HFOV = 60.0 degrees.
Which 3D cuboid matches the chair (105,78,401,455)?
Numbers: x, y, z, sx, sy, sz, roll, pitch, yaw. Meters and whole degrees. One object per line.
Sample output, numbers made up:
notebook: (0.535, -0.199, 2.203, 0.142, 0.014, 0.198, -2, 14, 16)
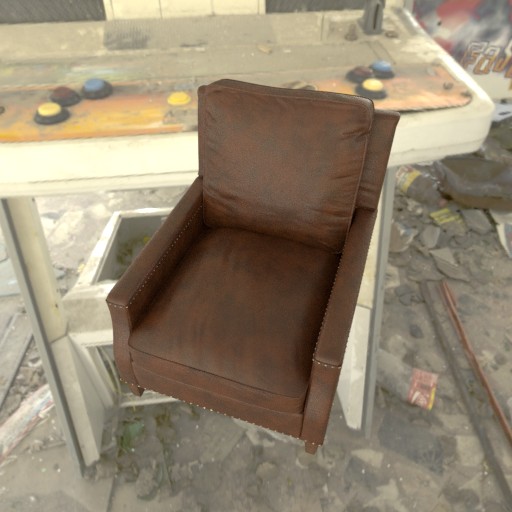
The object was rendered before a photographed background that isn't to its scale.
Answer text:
chair: (0.000, 0.000, 1.783, 0.854, 1.054, 1.035, 13, 44, 14)
